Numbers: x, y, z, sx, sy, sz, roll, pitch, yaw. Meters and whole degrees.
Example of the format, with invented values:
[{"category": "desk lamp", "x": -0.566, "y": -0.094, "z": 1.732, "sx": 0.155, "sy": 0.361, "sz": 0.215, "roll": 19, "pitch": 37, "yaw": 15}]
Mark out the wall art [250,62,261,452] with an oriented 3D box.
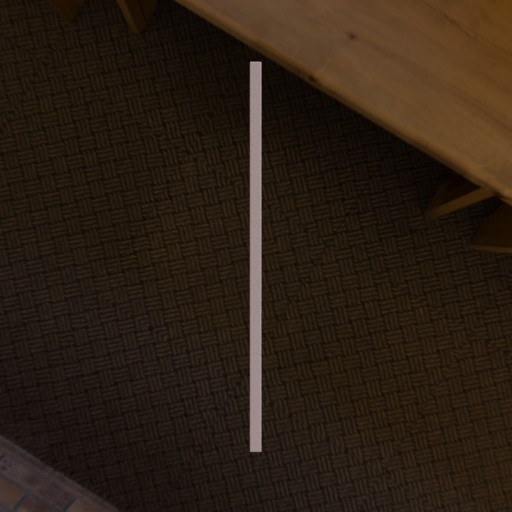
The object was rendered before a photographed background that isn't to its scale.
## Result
[{"category": "wall art", "x": 0.000, "y": 0.000, "z": 0.846, "sx": 0.013, "sy": 0.656, "sz": 0.456, "roll": 0, "pitch": 90, "yaw": 0}]
